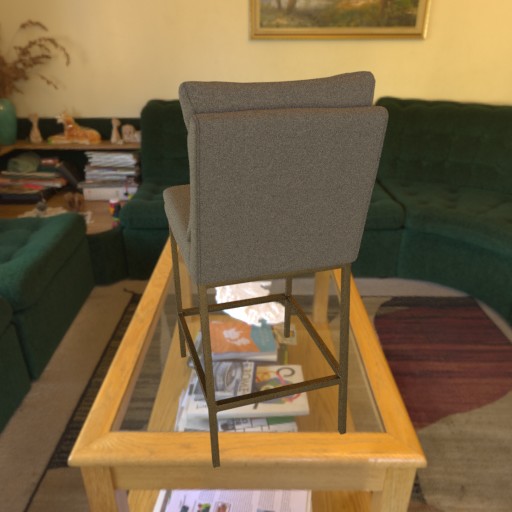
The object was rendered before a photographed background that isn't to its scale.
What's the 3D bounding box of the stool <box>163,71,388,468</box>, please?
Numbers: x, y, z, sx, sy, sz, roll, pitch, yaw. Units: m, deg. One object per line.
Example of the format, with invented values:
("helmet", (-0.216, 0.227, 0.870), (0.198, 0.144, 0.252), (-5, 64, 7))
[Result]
("stool", (0.000, 0.000, 1.320), (0.463, 1.030, 0.569), (-8, 27, -16))
